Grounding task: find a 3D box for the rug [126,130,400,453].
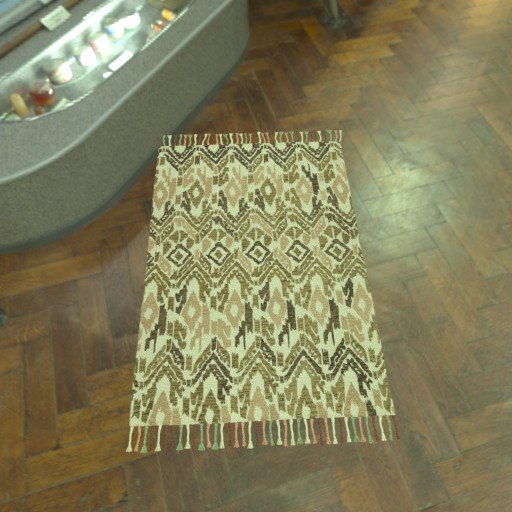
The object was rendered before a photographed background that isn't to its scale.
[{"bbox_3d":[0.000,0.000,3.027,1.524,0.008,2.438,-2,58,-1],"label":"rug"}]
